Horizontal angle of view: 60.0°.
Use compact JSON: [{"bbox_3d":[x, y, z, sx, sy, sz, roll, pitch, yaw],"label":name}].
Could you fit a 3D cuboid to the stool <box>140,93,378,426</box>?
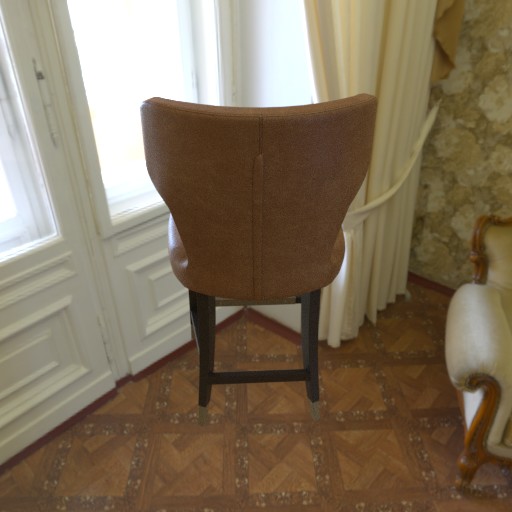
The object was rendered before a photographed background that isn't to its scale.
[{"bbox_3d":[0.000,0.000,1.325,0.526,0.982,0.563,-2,31,-3],"label":"stool"}]
